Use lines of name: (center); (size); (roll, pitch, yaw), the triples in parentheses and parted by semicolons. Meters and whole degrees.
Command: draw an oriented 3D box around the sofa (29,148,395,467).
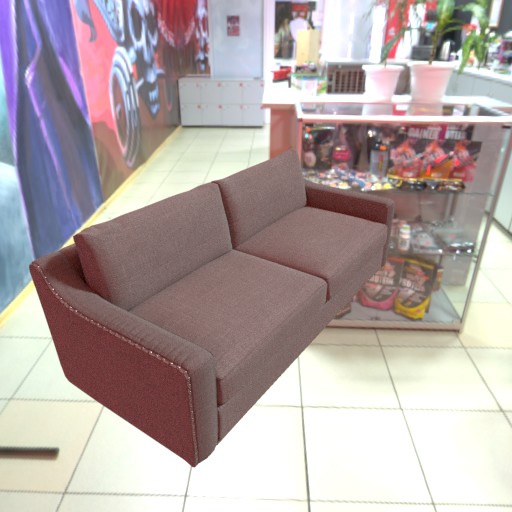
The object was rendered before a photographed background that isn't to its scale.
sofa: (0.000, 0.000, 2.686); (1.000, 0.857, 2.208); (18, 32, 30)
